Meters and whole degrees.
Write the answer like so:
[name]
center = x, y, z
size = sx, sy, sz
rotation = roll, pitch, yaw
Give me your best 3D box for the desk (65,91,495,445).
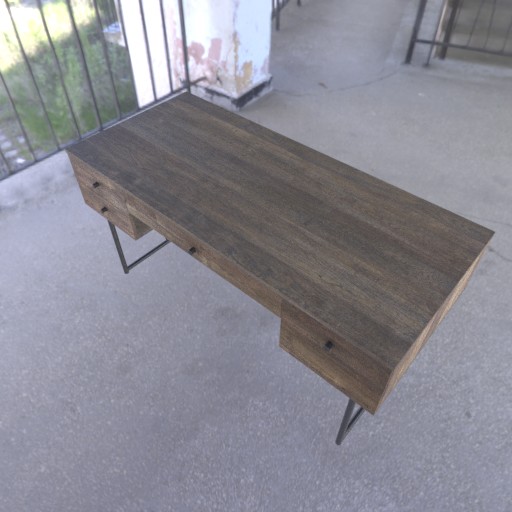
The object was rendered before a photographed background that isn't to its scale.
[desk]
center = 0.000, 0.000, 2.015
size = 1.600, 0.780, 0.730
rotation = 32, 54, 27
